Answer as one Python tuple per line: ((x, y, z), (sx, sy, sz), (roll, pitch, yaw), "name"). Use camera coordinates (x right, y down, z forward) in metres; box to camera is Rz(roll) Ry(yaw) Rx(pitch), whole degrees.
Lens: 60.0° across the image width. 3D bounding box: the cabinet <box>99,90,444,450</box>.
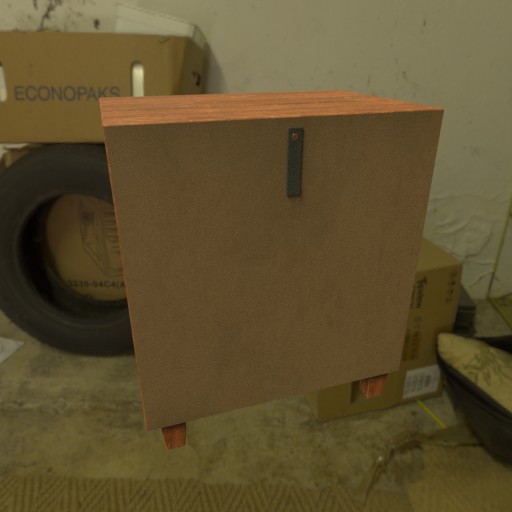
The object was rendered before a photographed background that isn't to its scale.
((0.000, 0.000, 1.056), (0.607, 0.695, 0.410), (-8, 26, -17), "cabinet")
